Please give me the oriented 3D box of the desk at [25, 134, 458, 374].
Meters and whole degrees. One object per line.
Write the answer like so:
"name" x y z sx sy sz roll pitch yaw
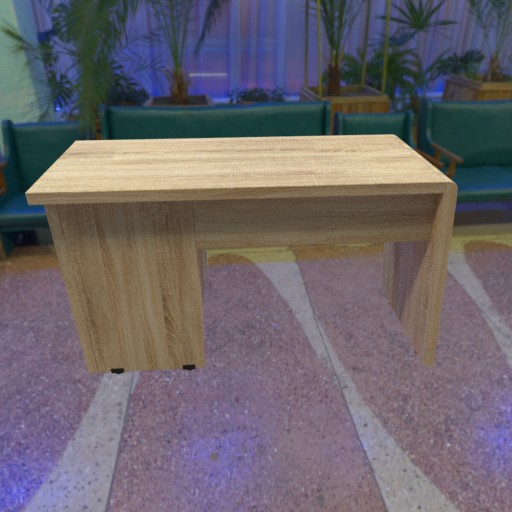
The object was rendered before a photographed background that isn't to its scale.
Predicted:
"desk" 0.000 0.000 1.653 1.300 0.750 0.500 -2 31 -4
